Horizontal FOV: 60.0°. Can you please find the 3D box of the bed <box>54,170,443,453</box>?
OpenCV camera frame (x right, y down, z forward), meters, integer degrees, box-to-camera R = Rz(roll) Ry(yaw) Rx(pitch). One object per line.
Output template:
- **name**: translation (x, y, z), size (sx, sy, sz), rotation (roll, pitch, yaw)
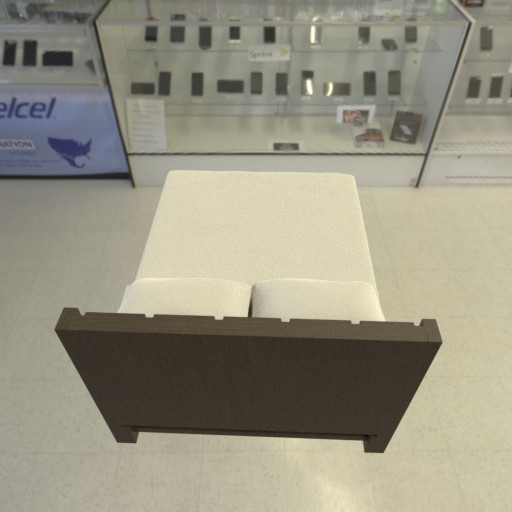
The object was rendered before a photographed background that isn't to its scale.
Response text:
- **bed**: translation (0.000, 0.000, 3.203), size (1.727, 1.270, 2.242), rotation (2, 46, 2)
